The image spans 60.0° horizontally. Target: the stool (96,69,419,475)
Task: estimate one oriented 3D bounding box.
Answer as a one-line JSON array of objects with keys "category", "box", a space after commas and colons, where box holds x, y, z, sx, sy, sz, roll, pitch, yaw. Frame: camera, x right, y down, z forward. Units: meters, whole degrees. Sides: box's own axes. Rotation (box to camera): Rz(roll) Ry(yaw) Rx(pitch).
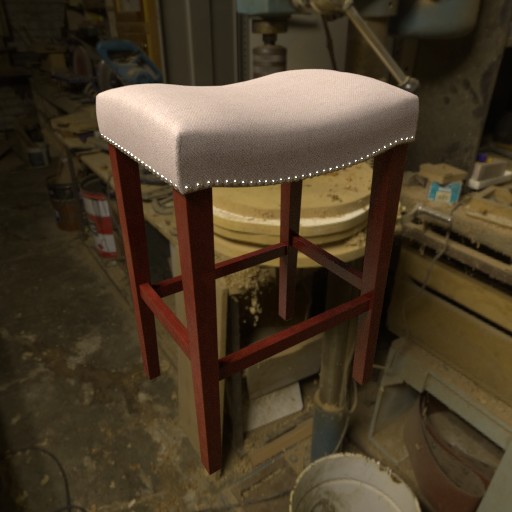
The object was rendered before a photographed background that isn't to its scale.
[{"category": "stool", "box": [0.000, 0.000, 0.995, 0.504, 0.742, 0.372, -18, 34, -29]}]
